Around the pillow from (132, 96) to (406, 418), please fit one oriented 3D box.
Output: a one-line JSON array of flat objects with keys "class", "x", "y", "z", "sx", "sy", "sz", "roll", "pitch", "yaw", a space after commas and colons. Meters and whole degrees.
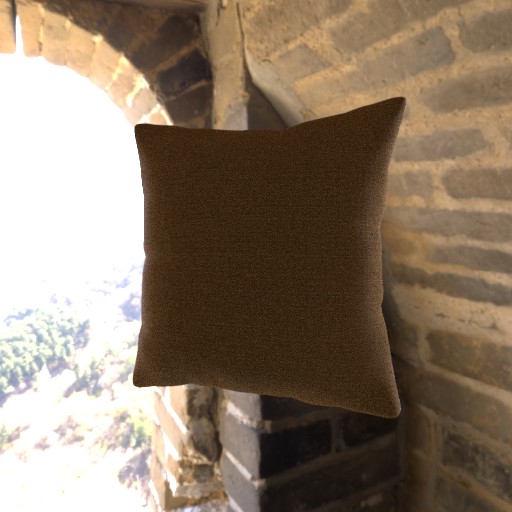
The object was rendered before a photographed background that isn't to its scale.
[{"class": "pillow", "x": 0.000, "y": 0.000, "z": 0.672, "sx": 0.432, "sy": 0.437, "sz": 0.147, "roll": 0, "pitch": 0, "yaw": 19}]
